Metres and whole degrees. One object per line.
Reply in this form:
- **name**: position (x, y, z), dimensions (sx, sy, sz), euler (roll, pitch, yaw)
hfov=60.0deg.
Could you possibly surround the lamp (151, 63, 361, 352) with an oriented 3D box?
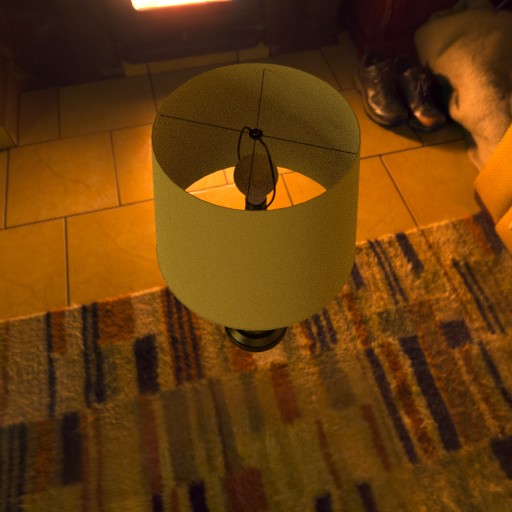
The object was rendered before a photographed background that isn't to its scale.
- **lamp**: position (0.000, 0.000, 0.789), dimensions (0.331, 0.594, 0.331), euler (0, 59, 0)
